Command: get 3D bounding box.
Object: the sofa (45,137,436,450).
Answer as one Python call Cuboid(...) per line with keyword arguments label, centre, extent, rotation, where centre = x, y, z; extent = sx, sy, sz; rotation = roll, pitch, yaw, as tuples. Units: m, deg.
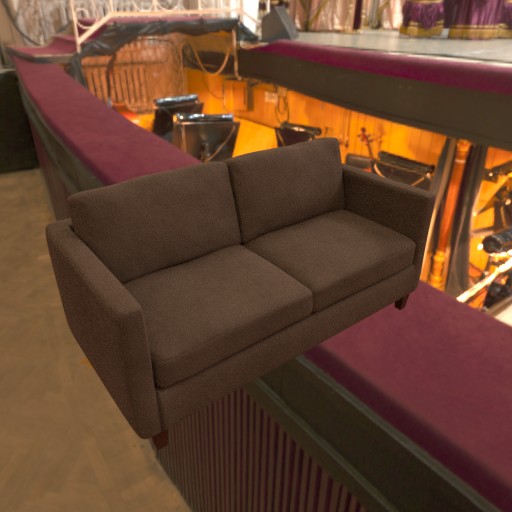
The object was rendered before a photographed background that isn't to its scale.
Cuboid(label="sofa", centre=(0.000, 0.000, 2.422), extent=(1.884, 0.963, 0.950), rotation=(-20, 35, -32))
